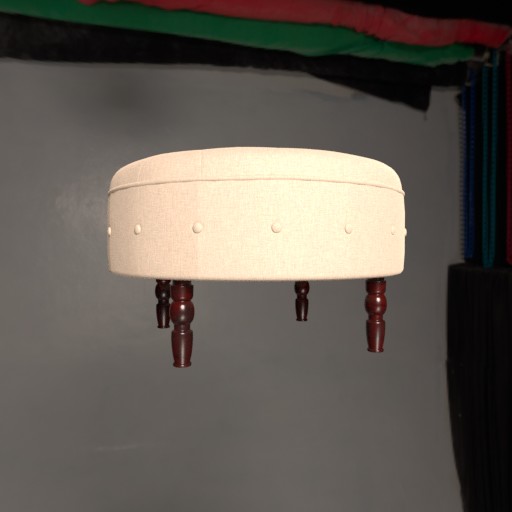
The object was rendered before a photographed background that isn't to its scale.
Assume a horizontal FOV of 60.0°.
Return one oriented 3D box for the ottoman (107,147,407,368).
[{"bbox_3d":[0.000,0.000,1.335,0.848,0.494,0.848,0,1,0],"label":"ottoman"}]
